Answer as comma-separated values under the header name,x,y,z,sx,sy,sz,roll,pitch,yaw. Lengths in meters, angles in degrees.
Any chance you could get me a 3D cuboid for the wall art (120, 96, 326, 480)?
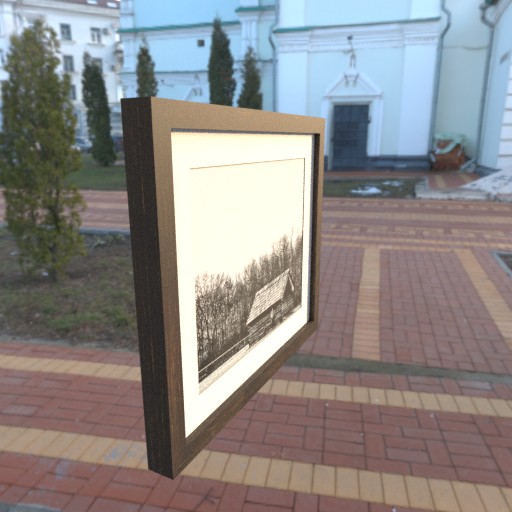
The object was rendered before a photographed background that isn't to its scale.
name,x,y,z,sx,sy,sz,roll,pitch,yaw
wall art,0.000,0.000,0.532,0.031,0.330,0.381,8,17,27
